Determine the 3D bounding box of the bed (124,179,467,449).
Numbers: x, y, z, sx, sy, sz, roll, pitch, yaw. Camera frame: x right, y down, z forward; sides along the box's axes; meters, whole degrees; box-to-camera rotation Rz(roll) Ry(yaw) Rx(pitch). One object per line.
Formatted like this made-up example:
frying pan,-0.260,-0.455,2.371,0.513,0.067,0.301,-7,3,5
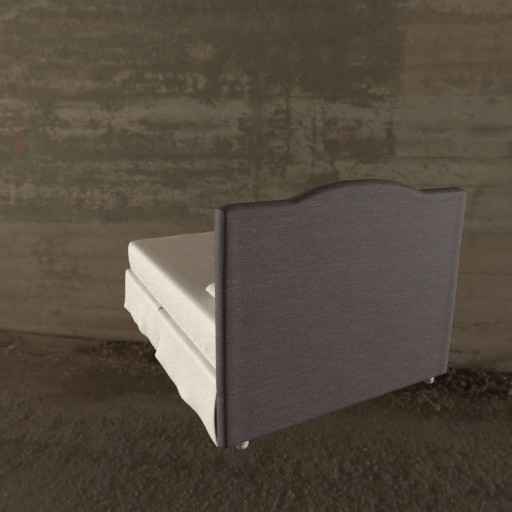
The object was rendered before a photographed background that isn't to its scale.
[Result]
bed,0.000,0.000,3.627,1.741,1.441,2.507,-8,17,-26
